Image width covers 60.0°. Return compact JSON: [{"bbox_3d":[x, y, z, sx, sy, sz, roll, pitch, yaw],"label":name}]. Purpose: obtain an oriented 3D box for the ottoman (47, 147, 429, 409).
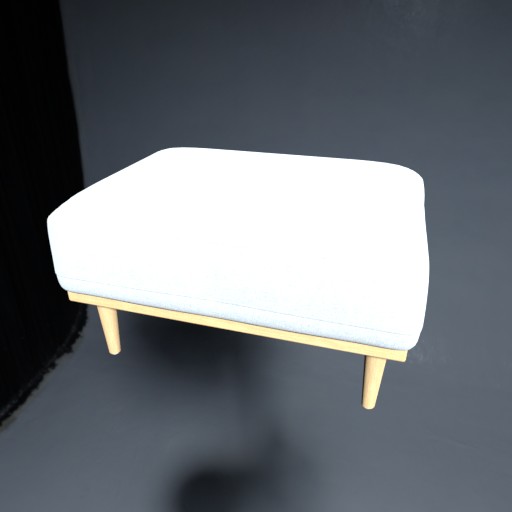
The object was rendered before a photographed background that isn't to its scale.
[{"bbox_3d":[0.000,0.000,1.080,0.749,0.428,0.549,8,28,15],"label":"ottoman"}]
